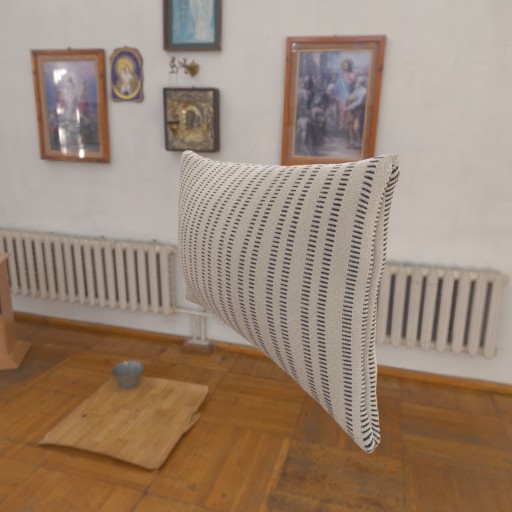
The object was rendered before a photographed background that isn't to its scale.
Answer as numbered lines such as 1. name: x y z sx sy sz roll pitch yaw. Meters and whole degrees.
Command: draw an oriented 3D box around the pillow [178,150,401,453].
1. pillow: 0.000 0.000 0.768 0.210 0.353 0.640 -7 16 -28
